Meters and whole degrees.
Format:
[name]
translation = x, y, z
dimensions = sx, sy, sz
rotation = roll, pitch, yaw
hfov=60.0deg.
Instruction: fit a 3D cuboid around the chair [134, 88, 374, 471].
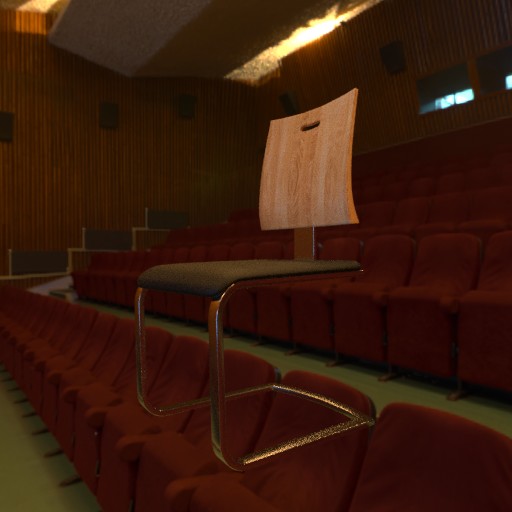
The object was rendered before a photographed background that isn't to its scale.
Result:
[chair]
translation = 0.000, 0.000, 1.261
dimensions = 0.560, 0.936, 0.462
rotation = 0, 0, -37
